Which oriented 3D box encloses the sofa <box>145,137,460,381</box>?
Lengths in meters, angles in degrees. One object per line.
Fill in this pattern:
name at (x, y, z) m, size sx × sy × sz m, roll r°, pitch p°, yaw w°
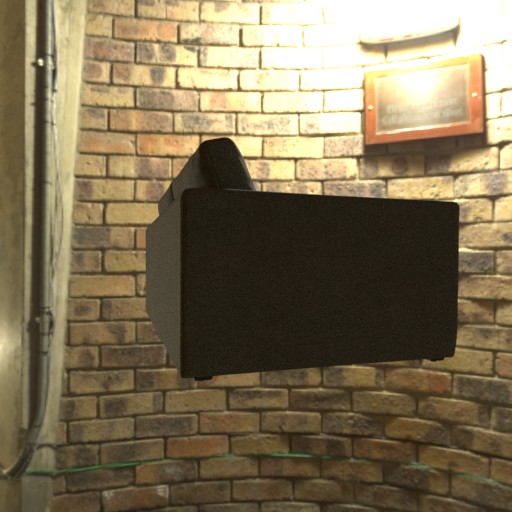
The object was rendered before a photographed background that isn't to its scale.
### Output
sofa at (0.000, 0.000, 2.474) m, size 1.091 × 0.845 × 1.909 m, roll 0°, pitch 0°, yaw -17°
